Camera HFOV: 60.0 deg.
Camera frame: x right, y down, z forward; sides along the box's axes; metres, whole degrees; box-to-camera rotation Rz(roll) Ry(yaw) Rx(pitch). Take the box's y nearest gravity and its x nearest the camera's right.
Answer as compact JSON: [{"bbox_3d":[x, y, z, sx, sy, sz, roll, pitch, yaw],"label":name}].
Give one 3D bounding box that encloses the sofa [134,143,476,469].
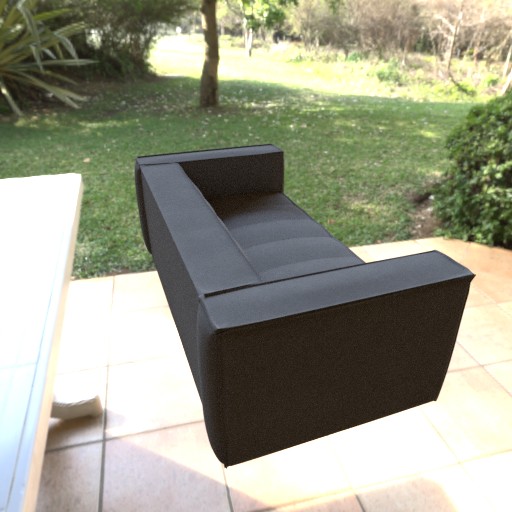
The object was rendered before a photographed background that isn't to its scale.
[{"bbox_3d":[0.000,0.000,2.408,1.038,0.680,1.995,-10,30,-18],"label":"sofa"}]
